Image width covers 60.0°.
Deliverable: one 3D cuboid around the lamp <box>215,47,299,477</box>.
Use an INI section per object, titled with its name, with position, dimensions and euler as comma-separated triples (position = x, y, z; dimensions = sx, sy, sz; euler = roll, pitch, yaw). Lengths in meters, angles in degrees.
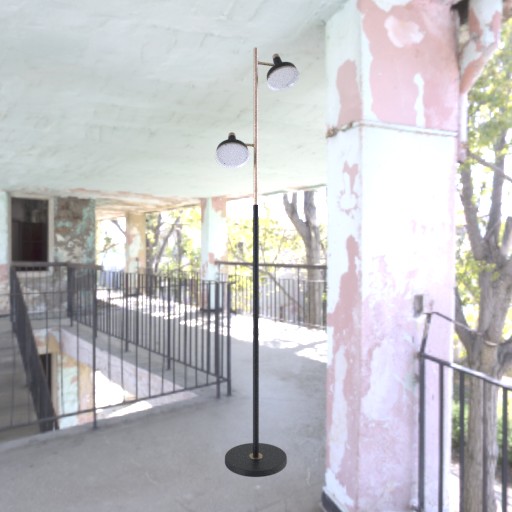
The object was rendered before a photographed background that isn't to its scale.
[lamp]
position = 0.000, 0.000, 1.796
dimensions = 0.351, 1.674, 0.253
euler = 0, 1, -18
